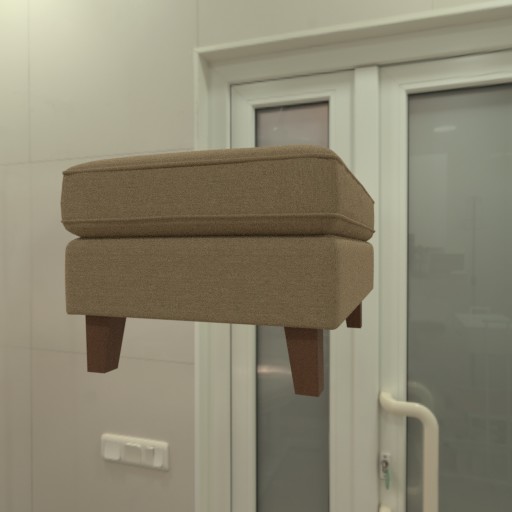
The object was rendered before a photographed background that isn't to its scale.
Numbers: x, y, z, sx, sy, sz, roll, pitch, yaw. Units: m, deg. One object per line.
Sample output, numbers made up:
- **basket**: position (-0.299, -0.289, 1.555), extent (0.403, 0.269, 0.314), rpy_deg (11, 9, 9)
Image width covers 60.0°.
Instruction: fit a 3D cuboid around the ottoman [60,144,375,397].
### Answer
- **ottoman**: position (0.000, 0.000, 1.316), extent (0.636, 0.521, 0.945), rpy_deg (0, 1, 19)
